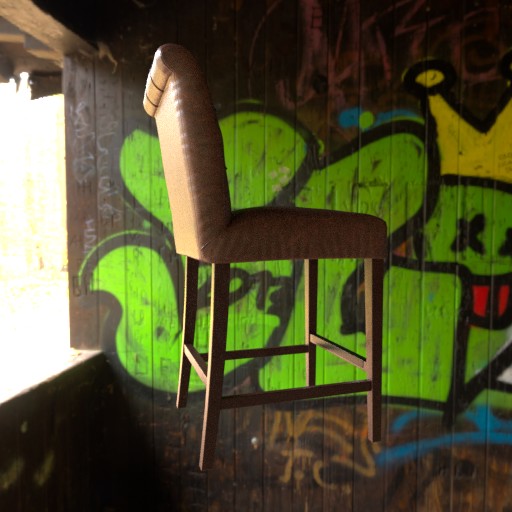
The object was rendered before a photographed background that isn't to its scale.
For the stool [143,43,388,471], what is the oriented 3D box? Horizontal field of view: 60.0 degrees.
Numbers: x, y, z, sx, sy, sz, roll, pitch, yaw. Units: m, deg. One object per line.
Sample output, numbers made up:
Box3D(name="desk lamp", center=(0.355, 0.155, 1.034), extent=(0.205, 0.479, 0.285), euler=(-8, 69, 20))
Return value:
Box3D(name="stool", center=(0.000, 0.000, 1.404), extent=(0.660, 1.084, 0.486), euler=(-1, 3, -18))
